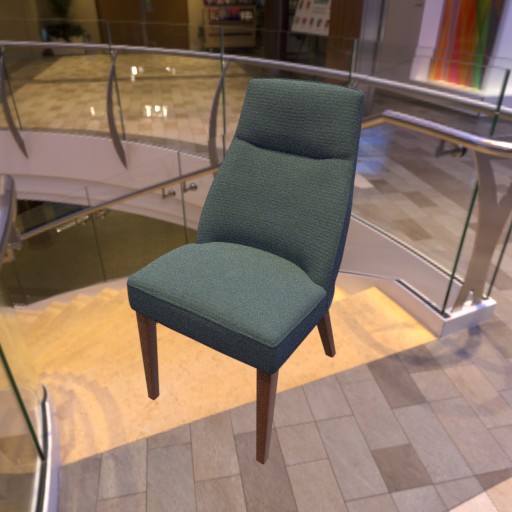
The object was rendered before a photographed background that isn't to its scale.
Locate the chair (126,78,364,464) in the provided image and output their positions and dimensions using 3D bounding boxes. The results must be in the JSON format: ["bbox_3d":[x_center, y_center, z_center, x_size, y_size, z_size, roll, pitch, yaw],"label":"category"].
[{"bbox_3d":[0.000,0.000,1.347,0.500,0.930,0.620,18,36,28],"label":"chair"}]
